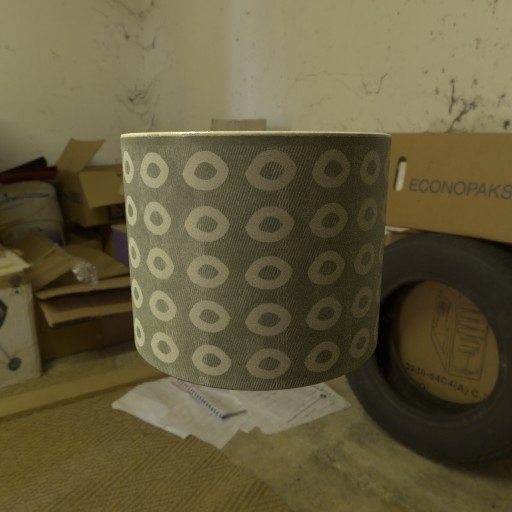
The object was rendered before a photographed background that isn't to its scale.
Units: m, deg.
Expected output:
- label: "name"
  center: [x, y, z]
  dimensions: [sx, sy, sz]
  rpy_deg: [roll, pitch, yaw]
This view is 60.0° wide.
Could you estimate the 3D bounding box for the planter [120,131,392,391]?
- label: "planter"
  center: [0.000, 0.000, 0.345]
  dimensions: [0.190, 0.181, 0.190]
  rpy_deg: [0, 14, 0]
